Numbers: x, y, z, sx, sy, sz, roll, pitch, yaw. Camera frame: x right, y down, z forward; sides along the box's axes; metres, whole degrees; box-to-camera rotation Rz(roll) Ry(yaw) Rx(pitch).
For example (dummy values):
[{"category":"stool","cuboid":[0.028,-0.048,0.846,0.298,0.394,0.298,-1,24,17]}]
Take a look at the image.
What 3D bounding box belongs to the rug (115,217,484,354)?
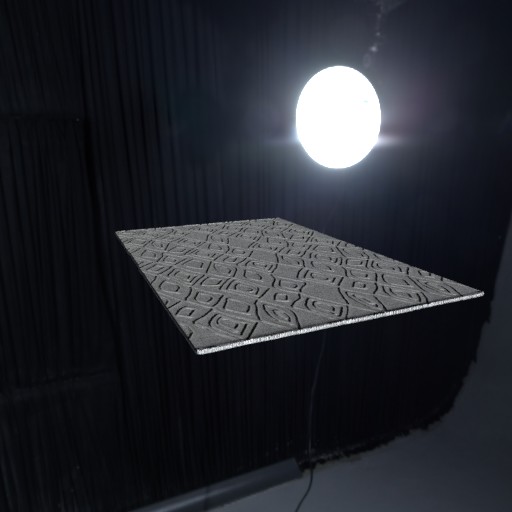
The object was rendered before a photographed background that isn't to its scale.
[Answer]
[{"category":"rug","cuboid":[0.000,0.000,2.361,1.224,0.016,1.832,-7,17,-24]}]
